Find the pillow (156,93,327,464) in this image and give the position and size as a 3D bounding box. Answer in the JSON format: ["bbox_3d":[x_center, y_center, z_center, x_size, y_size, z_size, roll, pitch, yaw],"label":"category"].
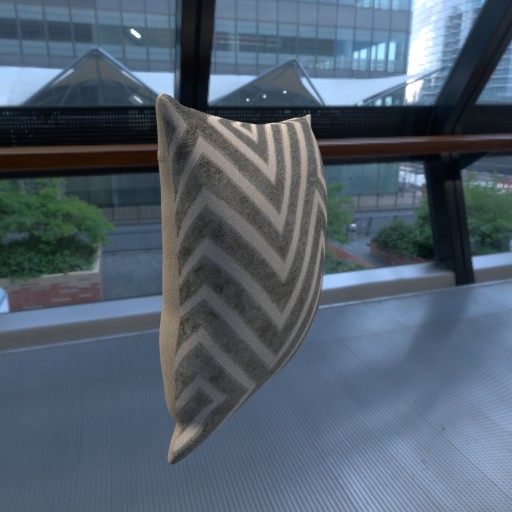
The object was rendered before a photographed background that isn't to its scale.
[{"bbox_3d":[0.000,0.000,0.679,0.182,0.441,0.440,8,17,26],"label":"pillow"}]
